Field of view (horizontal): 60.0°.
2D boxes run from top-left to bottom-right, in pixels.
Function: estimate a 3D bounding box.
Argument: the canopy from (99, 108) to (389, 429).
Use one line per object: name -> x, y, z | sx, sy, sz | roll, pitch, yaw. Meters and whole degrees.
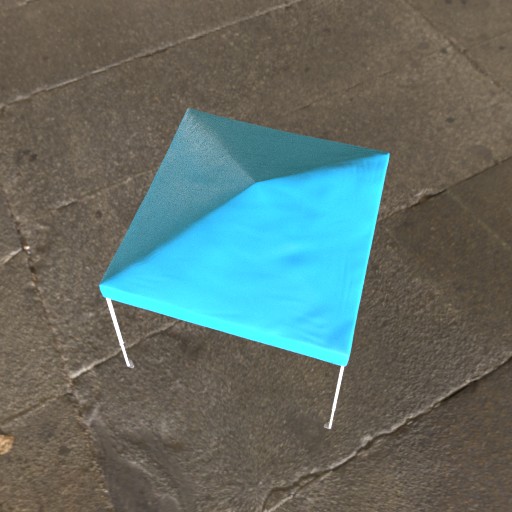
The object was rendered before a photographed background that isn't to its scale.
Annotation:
canopy -> 0.000, 0.000, 5.267 | 2.849, 2.849, 2.848 | 15, 63, 8
